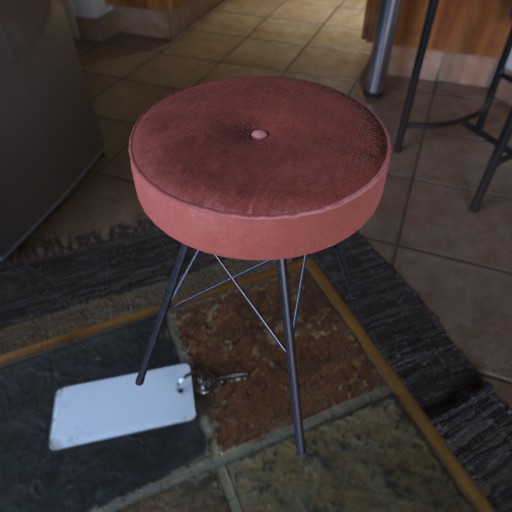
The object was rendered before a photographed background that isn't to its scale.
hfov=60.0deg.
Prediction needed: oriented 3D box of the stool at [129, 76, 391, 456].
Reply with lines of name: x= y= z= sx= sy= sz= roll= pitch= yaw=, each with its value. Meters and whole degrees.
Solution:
stool: x=0.000 y=0.000 z=0.901 sx=0.421 sy=0.593 sz=0.457 roll=17 pitch=49 yaw=16
